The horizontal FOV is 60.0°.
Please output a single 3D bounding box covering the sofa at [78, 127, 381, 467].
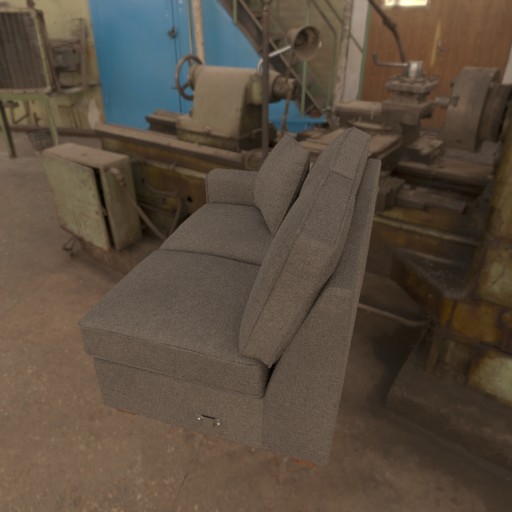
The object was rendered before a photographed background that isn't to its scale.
[{"bbox_3d":[0.000,0.000,2.060,0.991,0.989,1.388,9,31,15],"label":"sofa"}]
